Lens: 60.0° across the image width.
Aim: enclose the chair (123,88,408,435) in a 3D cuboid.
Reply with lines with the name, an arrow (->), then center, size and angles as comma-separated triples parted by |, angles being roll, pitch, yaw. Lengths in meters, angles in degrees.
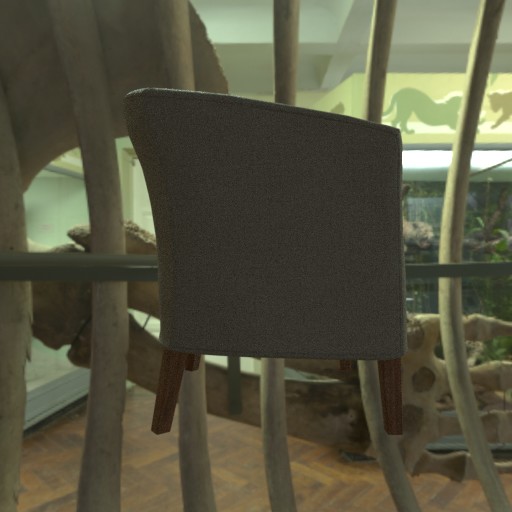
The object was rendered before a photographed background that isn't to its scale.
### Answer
chair -> 0.000, 0.000, 1.229 | 0.668, 0.771, 0.600 | 0, 1, 0
